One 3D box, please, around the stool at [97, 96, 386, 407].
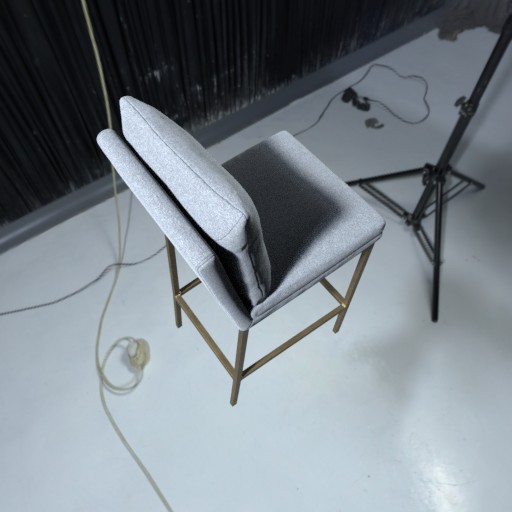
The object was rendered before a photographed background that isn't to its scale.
[{"bbox_3d":[0.000,0.000,1.388,0.569,1.130,0.463,-32,63,-18],"label":"stool"}]
